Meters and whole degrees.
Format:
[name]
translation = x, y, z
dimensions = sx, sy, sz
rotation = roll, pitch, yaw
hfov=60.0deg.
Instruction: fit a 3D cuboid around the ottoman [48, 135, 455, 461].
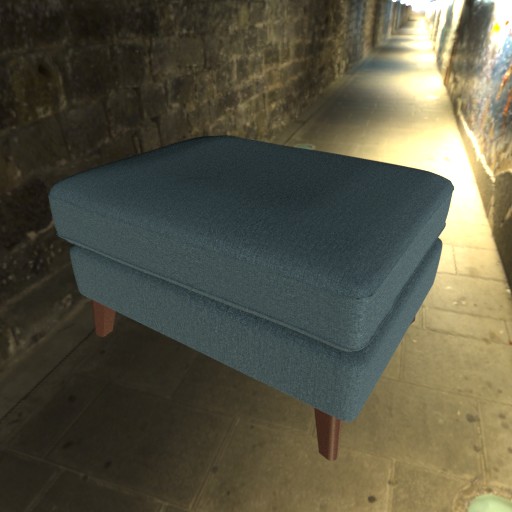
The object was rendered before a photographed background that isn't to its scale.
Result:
[ottoman]
translation = 0.000, 0.000, 1.196
dimensions = 0.835, 0.503, 0.629
rotation = 18, 34, 29
